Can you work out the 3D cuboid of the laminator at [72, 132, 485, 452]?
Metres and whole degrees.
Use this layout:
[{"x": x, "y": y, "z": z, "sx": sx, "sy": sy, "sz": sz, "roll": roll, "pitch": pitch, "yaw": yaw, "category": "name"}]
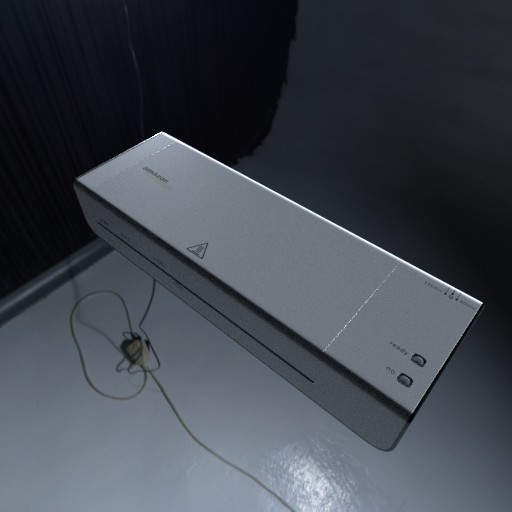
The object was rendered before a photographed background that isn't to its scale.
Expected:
[{"x": 0.000, "y": 0.000, "z": 0.382, "sx": 0.340, "sy": 0.062, "sz": 0.123, "roll": 32, "pitch": 55, "yaw": 26, "category": "laminator"}]
